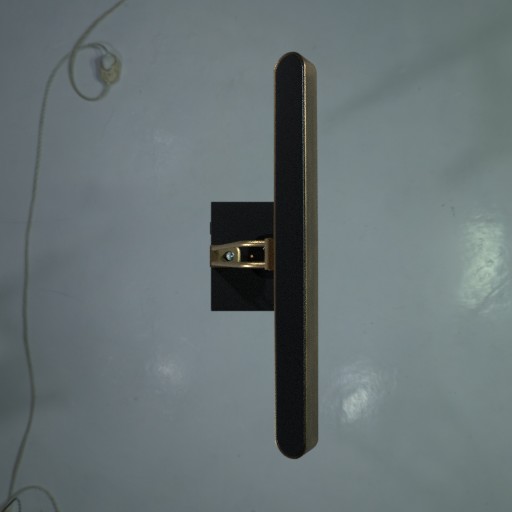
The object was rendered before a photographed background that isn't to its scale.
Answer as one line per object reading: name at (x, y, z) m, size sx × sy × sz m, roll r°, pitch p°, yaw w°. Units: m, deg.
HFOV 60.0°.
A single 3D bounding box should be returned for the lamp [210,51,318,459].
lamp at (0.000, 0.000, 0.605) m, size 0.156 × 0.345 × 0.412 m, roll 0°, pitch 89°, yaw 0°
